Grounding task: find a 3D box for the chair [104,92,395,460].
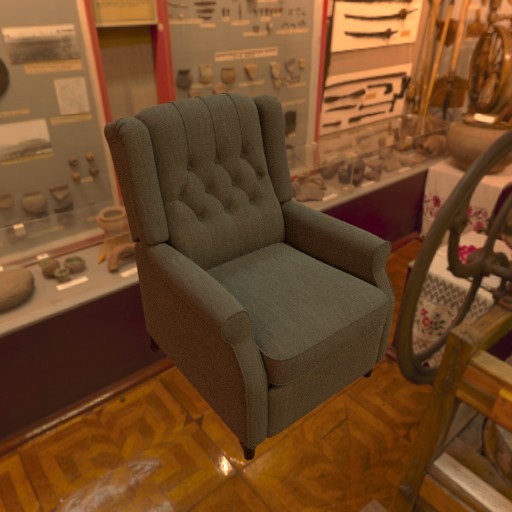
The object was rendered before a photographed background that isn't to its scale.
[{"bbox_3d":[0.000,0.000,1.646,0.742,1.035,0.898,-22,37,-32],"label":"chair"}]
